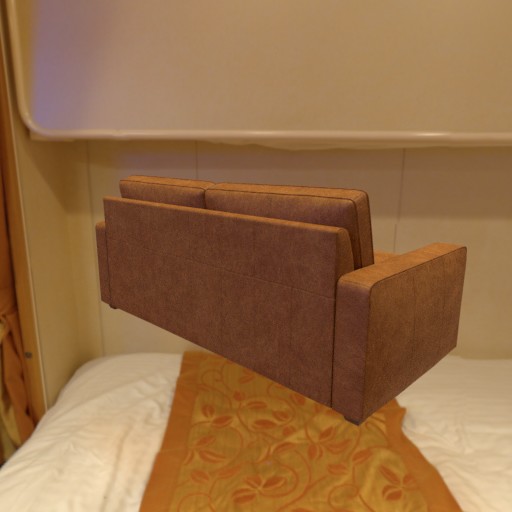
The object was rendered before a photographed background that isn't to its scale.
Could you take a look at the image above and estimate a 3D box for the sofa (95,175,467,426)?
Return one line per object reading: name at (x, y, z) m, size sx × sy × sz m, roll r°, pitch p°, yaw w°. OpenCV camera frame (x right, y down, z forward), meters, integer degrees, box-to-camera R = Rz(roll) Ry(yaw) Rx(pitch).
sofa at (0.000, 0.000, 2.670) m, size 2.156 × 0.928 × 0.991 m, roll 12°, pitch 18°, yaw 43°
